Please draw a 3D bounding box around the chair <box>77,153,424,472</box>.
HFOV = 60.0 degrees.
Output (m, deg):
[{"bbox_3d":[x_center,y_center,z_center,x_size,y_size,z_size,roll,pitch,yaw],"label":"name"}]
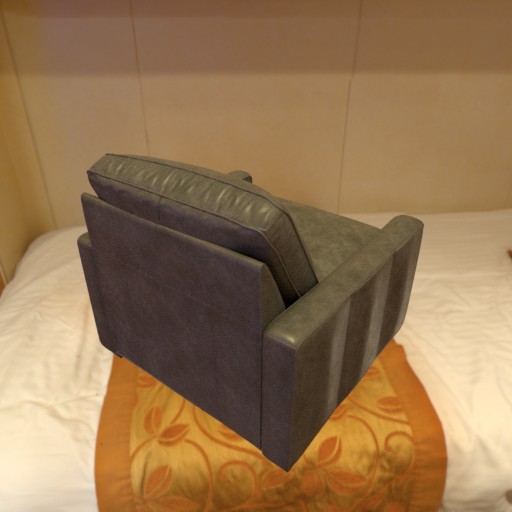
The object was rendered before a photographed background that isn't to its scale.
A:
[{"bbox_3d":[0.000,0.000,1.754,1.006,0.916,0.939,21,37,32],"label":"chair"}]
